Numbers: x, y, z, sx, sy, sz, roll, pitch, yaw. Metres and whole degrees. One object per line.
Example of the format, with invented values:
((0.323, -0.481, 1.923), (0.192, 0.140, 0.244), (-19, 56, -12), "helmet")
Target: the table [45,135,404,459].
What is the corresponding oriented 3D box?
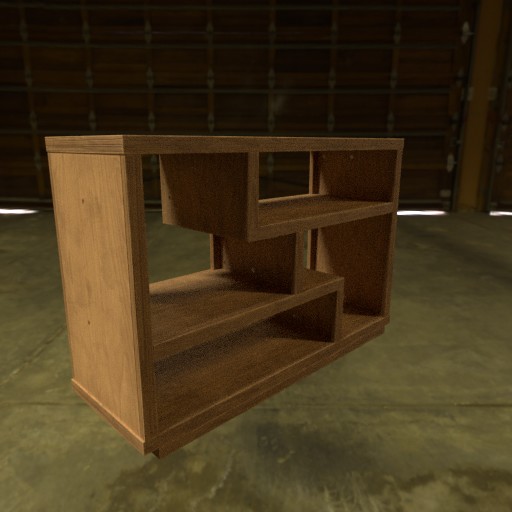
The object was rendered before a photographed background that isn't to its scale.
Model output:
((0.000, 0.000, 1.500), (1.151, 0.771, 0.410), (-14, 20, -43), "table")
